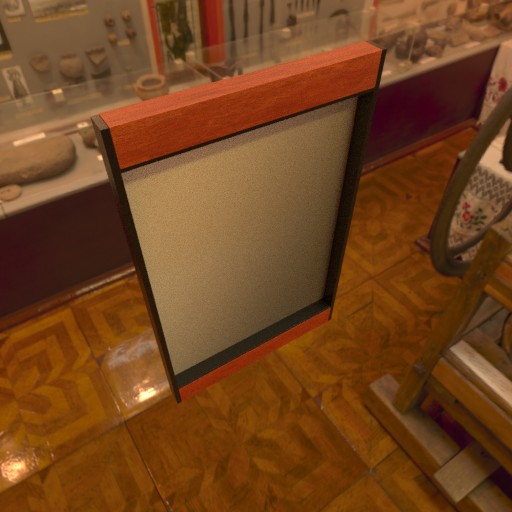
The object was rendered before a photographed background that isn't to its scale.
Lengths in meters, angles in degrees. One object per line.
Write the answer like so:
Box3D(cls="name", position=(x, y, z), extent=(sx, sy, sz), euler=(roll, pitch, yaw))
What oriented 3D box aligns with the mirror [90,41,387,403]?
Box3D(cls="mirror", position=(0.000, 0.000, 1.006), extent=(0.525, 0.823, 0.047), euler=(-24, 51, -21))
